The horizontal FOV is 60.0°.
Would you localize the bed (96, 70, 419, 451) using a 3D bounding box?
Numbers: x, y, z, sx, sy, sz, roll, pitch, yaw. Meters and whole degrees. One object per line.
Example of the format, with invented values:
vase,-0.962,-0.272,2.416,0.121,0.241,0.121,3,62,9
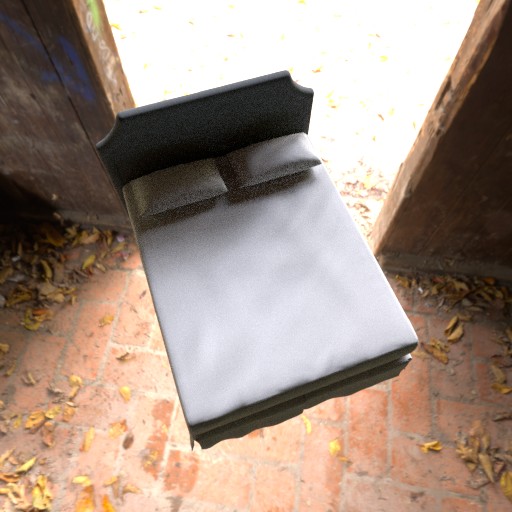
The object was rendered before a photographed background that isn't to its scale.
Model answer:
bed,0.000,0.000,3.379,1.811,1.296,2.259,-18,64,-9
